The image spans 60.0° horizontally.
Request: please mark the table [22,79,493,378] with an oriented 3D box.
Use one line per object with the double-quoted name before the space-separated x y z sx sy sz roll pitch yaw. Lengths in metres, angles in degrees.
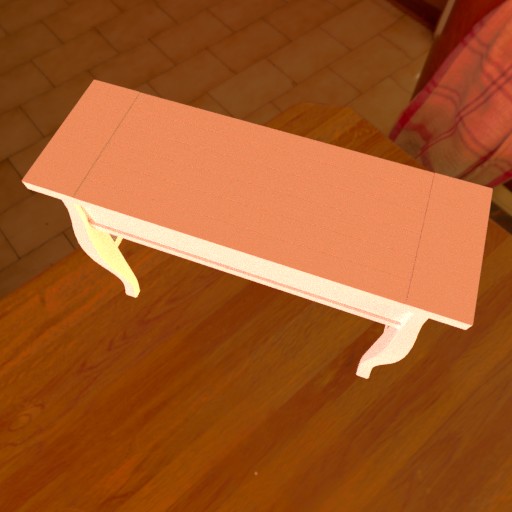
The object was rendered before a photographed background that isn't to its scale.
"table" 0.000 0.000 1.398 1.062 0.768 0.373 18 65 9
